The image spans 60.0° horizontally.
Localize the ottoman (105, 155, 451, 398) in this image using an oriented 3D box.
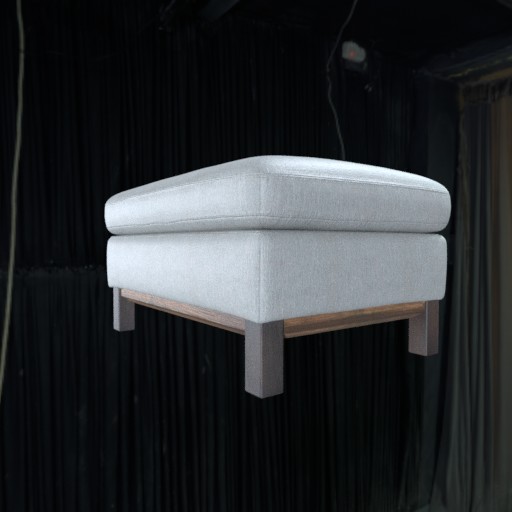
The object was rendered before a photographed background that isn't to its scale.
[{"bbox_3d":[0.000,0.000,1.063,0.528,0.404,0.735,-1,2,-36],"label":"ottoman"}]
